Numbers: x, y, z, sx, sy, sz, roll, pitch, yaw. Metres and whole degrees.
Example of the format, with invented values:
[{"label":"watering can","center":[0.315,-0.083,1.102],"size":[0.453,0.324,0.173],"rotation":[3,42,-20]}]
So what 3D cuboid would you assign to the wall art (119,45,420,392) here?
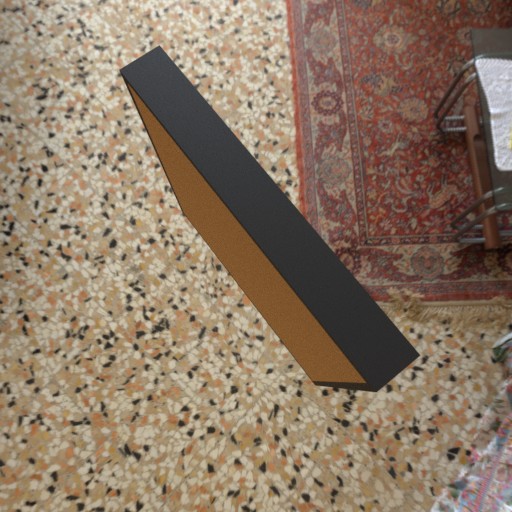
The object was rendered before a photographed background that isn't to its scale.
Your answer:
[{"label":"wall art","center":[0.000,0.000,0.464],"size":[0.038,0.304,0.304],"rotation":[-36,78,-9]}]
